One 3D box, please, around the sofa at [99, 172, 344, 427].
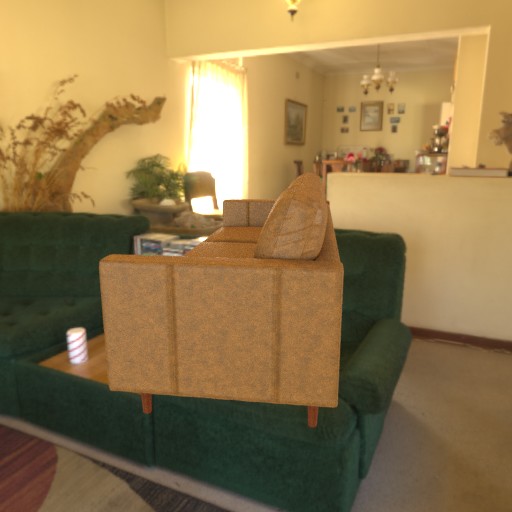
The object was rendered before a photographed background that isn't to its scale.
[{"bbox_3d":[0.000,0.000,2.659,0.903,0.930,2.231,2,13,8],"label":"sofa"}]
